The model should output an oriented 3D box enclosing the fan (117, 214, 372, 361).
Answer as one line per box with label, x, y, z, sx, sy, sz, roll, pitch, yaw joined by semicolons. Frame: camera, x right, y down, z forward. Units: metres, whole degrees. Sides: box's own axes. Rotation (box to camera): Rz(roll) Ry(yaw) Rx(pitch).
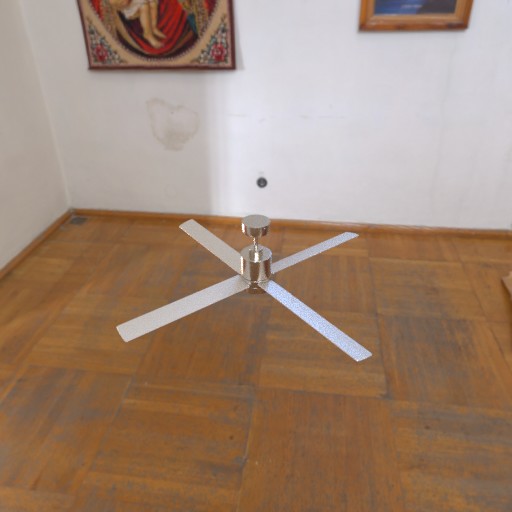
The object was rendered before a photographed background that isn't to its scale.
fan;0.000;0.000;1.997;1.322;0.355;1.322;-22;38;-31
